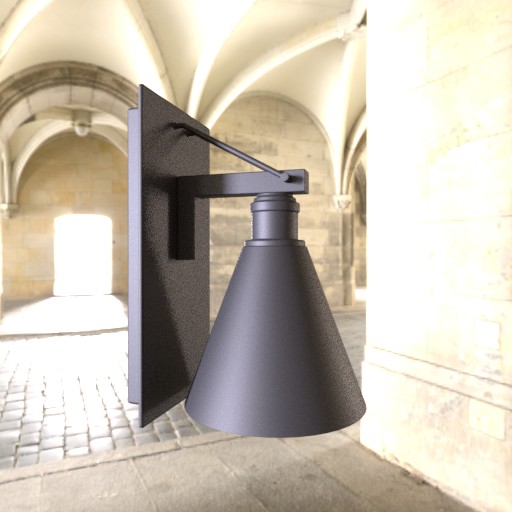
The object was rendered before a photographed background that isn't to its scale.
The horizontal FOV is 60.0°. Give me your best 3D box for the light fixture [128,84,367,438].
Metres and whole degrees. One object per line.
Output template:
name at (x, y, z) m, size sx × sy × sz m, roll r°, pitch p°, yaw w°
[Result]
light fixture at (0.000, 0.000, 0.427) m, size 0.207 × 0.298 × 0.170 m, roll 0°, pitch 0°, yaw 18°
